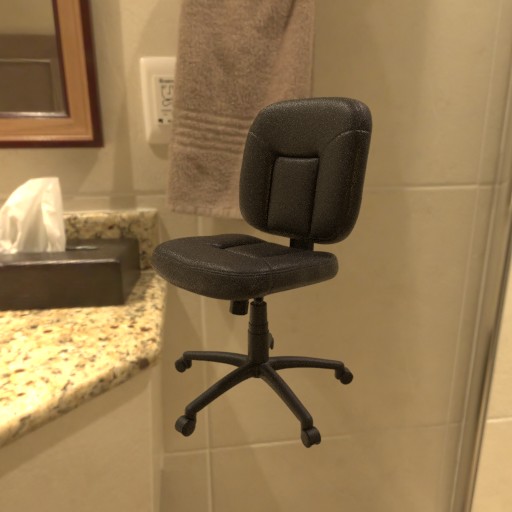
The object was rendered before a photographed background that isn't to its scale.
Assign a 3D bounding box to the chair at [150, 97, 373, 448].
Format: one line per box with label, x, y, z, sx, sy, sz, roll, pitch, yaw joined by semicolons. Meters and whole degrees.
chair;0.000;0.000;1.380;0.647;0.959;0.646;14;21;42
